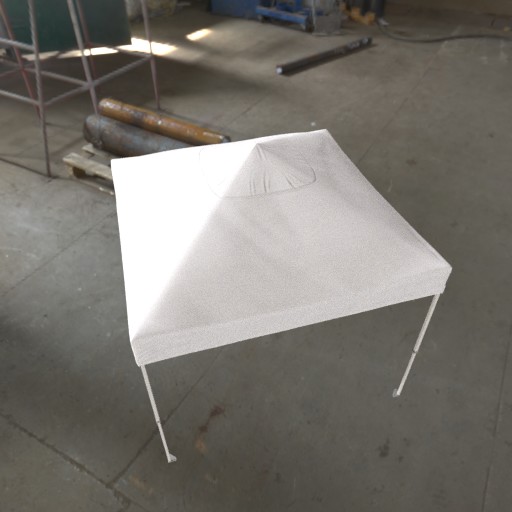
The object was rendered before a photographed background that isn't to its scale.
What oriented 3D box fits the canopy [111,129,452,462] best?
[{"bbox_3d":[0.000,0.000,5.398,2.996,2.997,2.998,-11,43,-12],"label":"canopy"}]
